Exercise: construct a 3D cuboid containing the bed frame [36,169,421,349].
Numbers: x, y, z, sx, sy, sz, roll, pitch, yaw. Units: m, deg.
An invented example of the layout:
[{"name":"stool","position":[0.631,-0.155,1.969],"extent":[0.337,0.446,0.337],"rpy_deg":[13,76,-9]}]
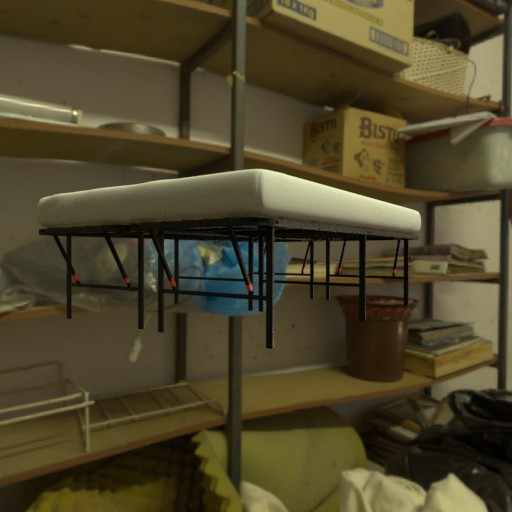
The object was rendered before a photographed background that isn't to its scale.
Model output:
[{"name":"bed frame","position":[0.000,0.000,2.565],"extent":[1.372,0.637,1.905],"rpy_deg":[0,0,35]}]
